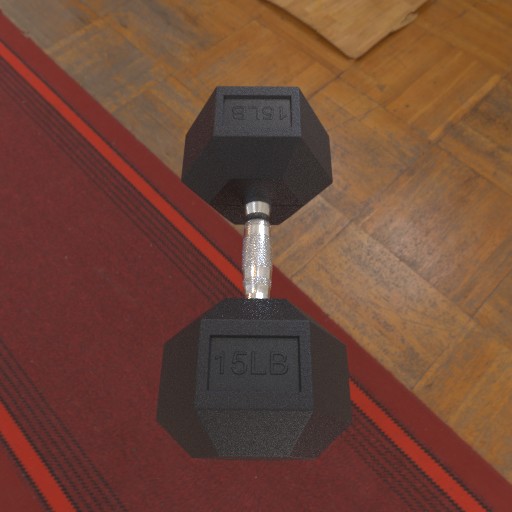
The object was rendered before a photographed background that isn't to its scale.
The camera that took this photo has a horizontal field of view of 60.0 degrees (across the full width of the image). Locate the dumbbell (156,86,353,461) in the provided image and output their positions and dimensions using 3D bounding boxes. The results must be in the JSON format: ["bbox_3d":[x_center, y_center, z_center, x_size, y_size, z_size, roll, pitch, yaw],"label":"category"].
[{"bbox_3d":[0.000,0.000,0.326,0.122,0.106,0.271,1,63,0],"label":"dumbbell"}]
